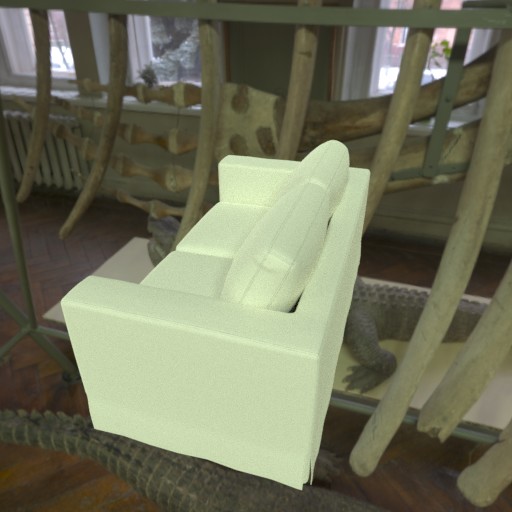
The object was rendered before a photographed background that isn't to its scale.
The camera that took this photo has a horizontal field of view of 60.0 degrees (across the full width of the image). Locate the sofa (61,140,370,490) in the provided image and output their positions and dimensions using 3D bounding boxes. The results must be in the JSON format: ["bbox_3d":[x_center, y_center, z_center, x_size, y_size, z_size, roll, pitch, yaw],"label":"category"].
[{"bbox_3d":[0.000,0.000,2.359,1.009,0.932,1.813,9,32,15],"label":"sofa"}]
